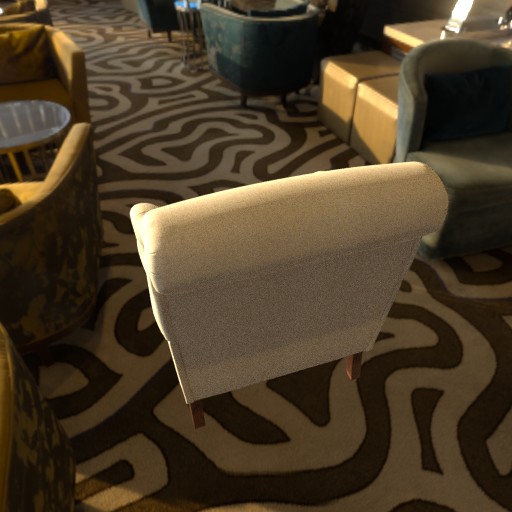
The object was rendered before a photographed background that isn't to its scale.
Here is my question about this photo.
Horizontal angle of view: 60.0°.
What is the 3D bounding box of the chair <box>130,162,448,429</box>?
[{"bbox_3d":[0.000,0.000,1.536,0.766,0.944,0.842,-13,42,-14],"label":"chair"}]
